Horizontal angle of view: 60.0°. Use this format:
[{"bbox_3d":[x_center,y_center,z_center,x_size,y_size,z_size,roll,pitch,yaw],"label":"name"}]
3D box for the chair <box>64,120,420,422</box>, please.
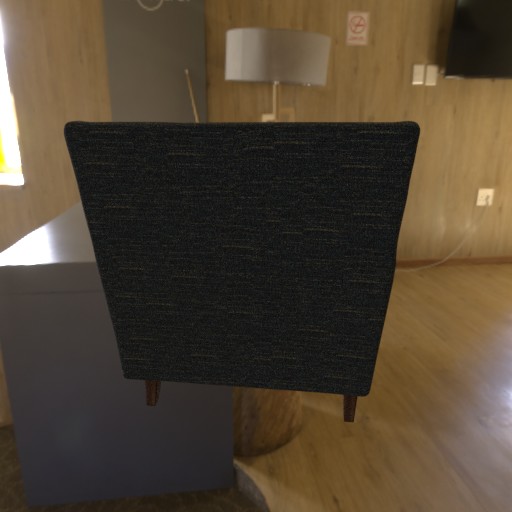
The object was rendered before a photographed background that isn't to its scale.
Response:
[{"bbox_3d":[0.000,0.000,1.586,0.864,0.928,0.873,2,17,7],"label":"chair"}]
